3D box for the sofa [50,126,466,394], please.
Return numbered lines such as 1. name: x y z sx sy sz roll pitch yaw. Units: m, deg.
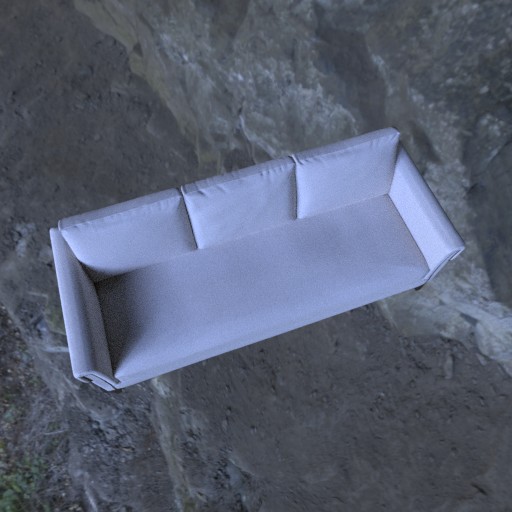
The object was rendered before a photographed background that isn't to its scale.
1. sofa: 0.000 0.000 2.682 2.198 0.911 0.902 -17 65 -8
